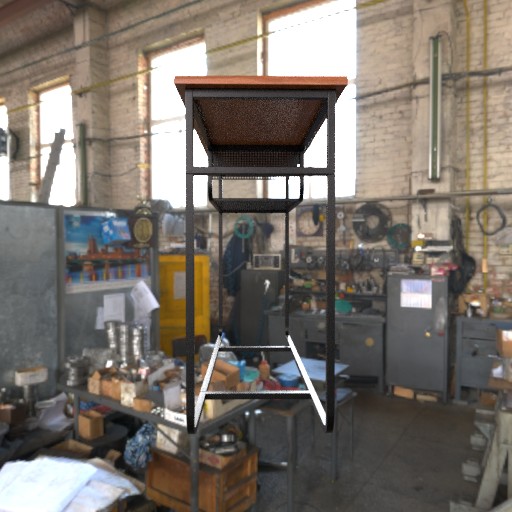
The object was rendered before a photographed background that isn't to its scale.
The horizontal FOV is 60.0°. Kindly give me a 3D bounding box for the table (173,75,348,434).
[{"bbox_3d":[0.000,0.000,1.446,0.350,0.750,1.100,0,1,-1],"label":"table"}]
